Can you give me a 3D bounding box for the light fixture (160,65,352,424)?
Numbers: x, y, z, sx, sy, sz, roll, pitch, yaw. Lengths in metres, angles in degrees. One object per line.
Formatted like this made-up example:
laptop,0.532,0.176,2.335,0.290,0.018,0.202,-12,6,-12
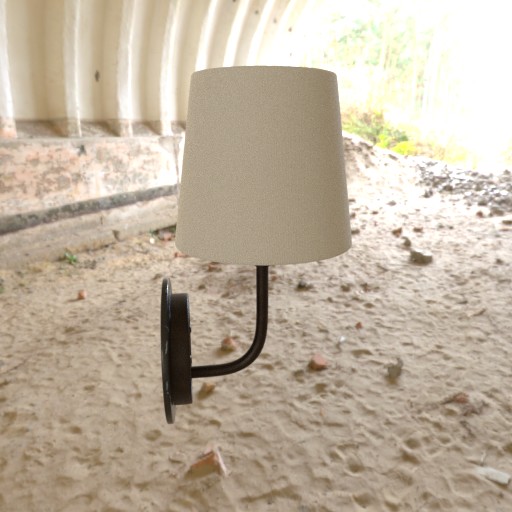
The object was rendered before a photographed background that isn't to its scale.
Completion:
light fixture,0.000,0.000,0.443,0.188,0.337,0.168,-2,16,-8
